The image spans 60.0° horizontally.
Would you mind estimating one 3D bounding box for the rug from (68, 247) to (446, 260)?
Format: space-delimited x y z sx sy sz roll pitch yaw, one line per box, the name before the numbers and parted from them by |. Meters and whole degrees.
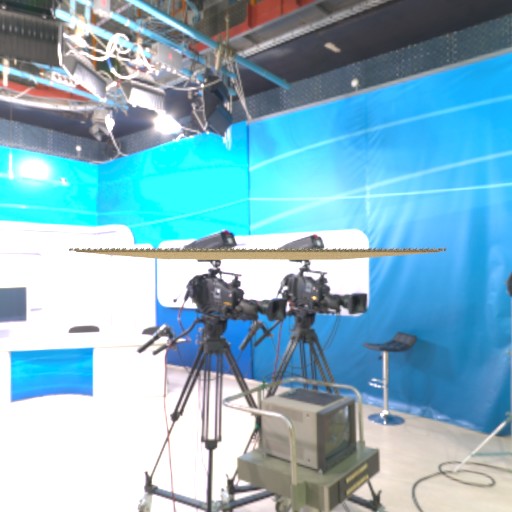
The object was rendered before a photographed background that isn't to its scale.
rug | 0.000 0.000 2.307 1.223 0.015 1.771 0 -1 -1
